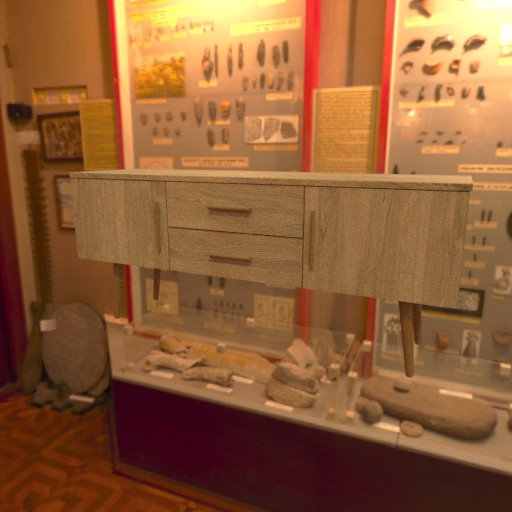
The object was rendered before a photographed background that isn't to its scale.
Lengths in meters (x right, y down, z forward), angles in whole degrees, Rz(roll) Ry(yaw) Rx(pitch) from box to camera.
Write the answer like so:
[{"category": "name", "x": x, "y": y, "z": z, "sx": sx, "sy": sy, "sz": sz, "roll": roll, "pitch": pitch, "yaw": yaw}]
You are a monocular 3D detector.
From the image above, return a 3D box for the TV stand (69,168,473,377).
[{"category": "TV stand", "x": 0.000, "y": 0.000, "z": 1.553, "sx": 1.313, "sy": 0.565, "sz": 0.401, "roll": 6, "pitch": 15, "yaw": 24}]
